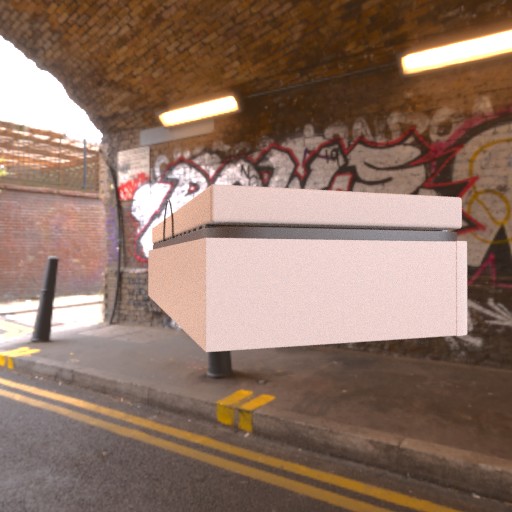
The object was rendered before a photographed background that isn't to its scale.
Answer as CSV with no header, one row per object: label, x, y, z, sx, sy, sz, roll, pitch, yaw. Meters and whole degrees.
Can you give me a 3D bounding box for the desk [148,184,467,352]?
desk,0.000,0.000,2.215,0.900,0.526,1.900,0,0,-18
